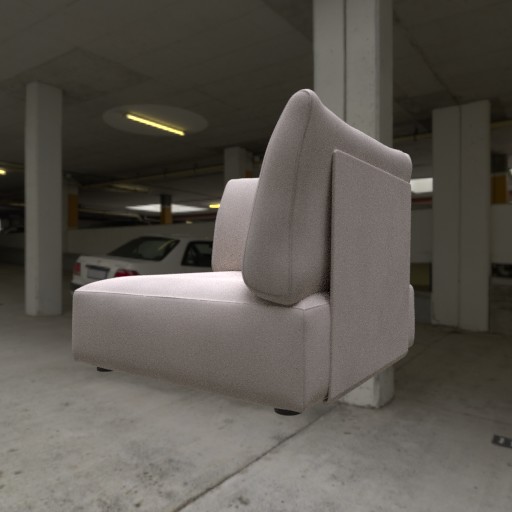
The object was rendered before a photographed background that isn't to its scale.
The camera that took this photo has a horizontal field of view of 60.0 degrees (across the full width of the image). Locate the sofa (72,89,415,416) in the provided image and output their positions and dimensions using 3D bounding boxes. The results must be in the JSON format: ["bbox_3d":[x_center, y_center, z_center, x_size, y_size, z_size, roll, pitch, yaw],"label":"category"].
[{"bbox_3d":[0.000,0.000,1.724,1.000,0.820,1.000,0,0,35],"label":"sofa"}]
